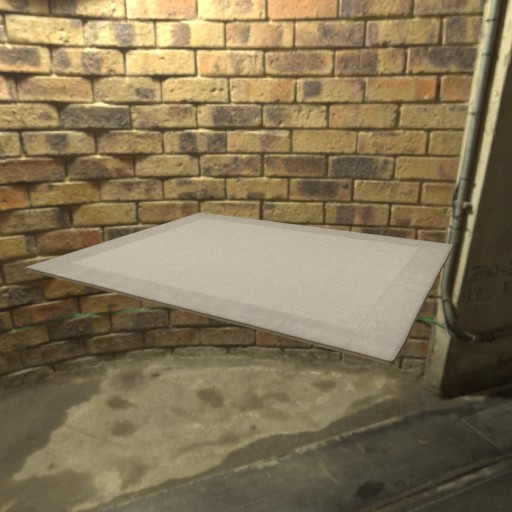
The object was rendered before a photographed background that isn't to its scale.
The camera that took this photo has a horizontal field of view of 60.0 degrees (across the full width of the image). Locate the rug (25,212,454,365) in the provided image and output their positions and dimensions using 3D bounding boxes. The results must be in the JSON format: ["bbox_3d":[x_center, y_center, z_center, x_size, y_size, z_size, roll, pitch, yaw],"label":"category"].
[{"bbox_3d":[0.000,0.000,3.914,2.976,0.018,2.430,10,20,28],"label":"rug"}]
